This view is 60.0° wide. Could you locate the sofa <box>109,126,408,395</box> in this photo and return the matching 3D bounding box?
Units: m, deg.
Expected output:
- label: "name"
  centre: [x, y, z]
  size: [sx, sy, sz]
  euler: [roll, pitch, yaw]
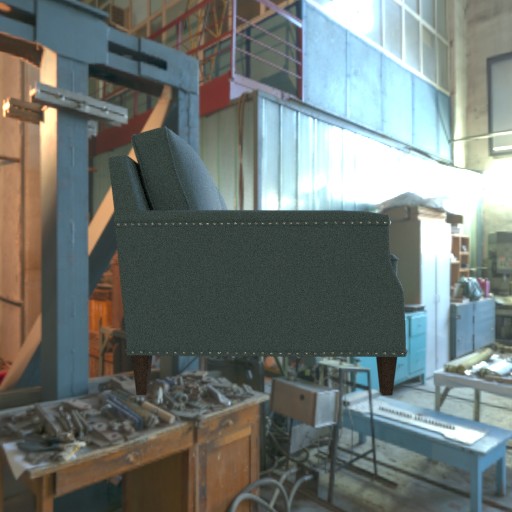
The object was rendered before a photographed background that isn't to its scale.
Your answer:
- label: "sofa"
  centre: [0.000, 0.000, 2.328]
  size: [1.084, 1.003, 1.597]
  euler: [0, 0, 0]
